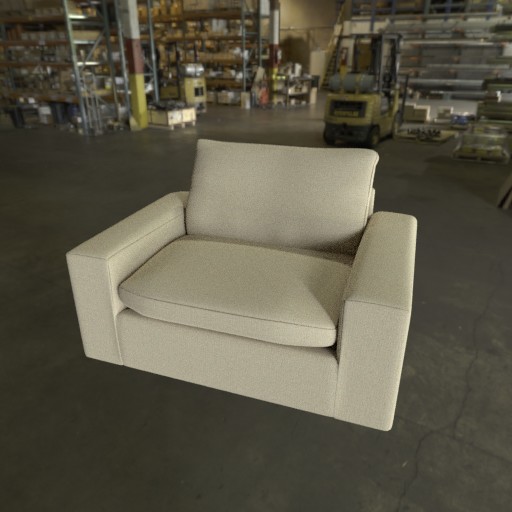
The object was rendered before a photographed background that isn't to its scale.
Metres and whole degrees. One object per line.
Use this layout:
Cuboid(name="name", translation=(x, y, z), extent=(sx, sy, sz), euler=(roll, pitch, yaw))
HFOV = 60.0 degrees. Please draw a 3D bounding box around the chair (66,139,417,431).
Cuboid(name="chair", translation=(0.000, 0.000, 2.087), extent=(1.398, 0.915, 1.039), euler=(8, 26, 18))
